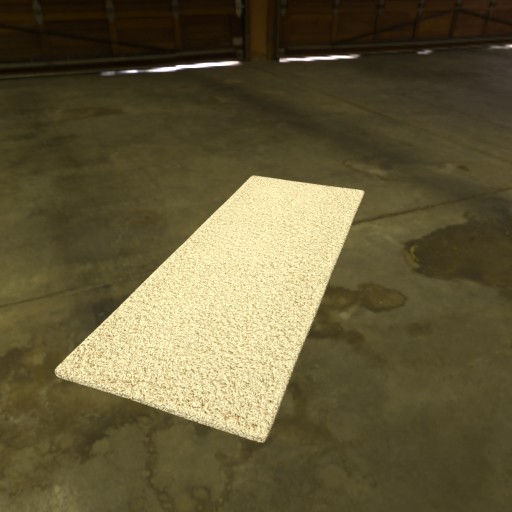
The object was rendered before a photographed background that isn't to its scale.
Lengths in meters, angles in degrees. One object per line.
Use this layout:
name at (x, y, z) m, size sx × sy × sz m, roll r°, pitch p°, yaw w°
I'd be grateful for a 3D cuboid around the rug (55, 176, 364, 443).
rug at (0.000, 0.000, 1.718) m, size 0.609 × 0.030 × 1.524 m, roll 11°, pitch 33°, yaw 17°
